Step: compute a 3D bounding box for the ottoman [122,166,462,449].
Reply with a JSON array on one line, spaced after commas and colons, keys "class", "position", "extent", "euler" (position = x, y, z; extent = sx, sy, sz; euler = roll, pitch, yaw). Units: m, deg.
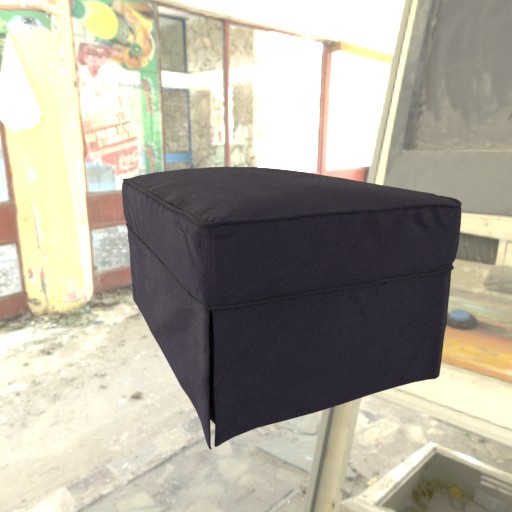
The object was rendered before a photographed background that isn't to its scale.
[{"class": "ottoman", "position": [0.000, 0.000, 1.309], "extent": [0.637, 0.503, 0.938], "euler": [-7, 16, -24]}]
